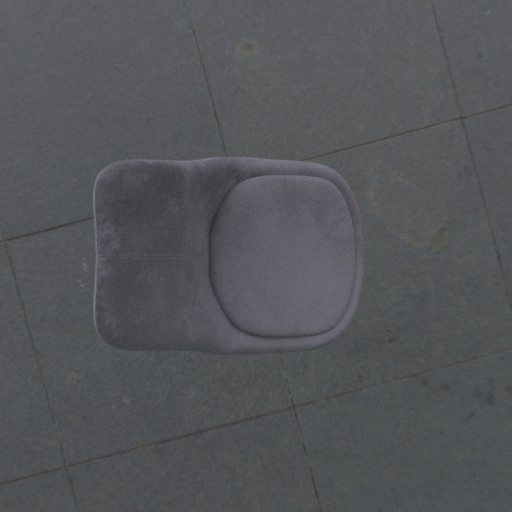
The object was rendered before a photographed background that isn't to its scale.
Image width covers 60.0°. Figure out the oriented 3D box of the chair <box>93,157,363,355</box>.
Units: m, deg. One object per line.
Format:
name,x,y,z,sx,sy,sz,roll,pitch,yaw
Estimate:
chair,0.000,0.000,1.163,0.550,0.850,0.485,0,90,1
